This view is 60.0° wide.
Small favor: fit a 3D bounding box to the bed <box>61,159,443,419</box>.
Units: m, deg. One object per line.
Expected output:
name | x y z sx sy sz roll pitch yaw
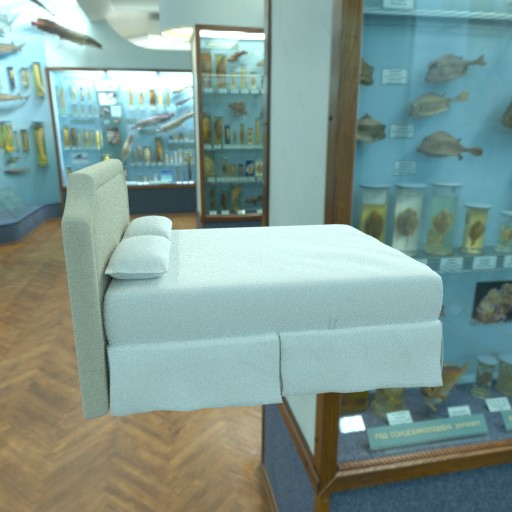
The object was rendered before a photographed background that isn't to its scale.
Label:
bed | 0.000 0.000 3.115 2.116 1.290 1.693 -3 16 -9
